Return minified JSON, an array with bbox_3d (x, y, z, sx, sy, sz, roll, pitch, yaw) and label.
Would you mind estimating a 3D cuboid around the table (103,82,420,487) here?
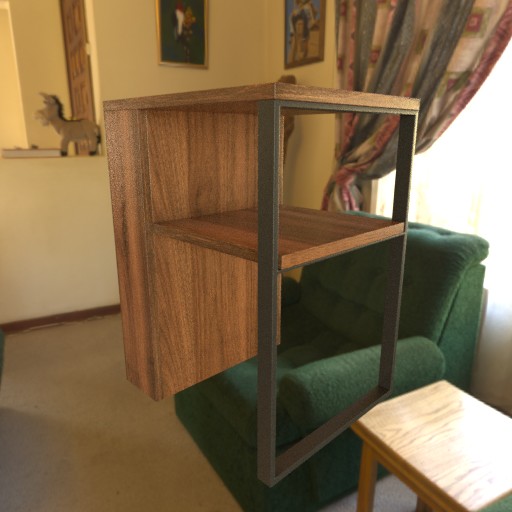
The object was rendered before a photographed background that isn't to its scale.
[{"bbox_3d":[0.000,0.000,1.564,0.660,1.041,0.786,-15,21,-43],"label":"table"}]
